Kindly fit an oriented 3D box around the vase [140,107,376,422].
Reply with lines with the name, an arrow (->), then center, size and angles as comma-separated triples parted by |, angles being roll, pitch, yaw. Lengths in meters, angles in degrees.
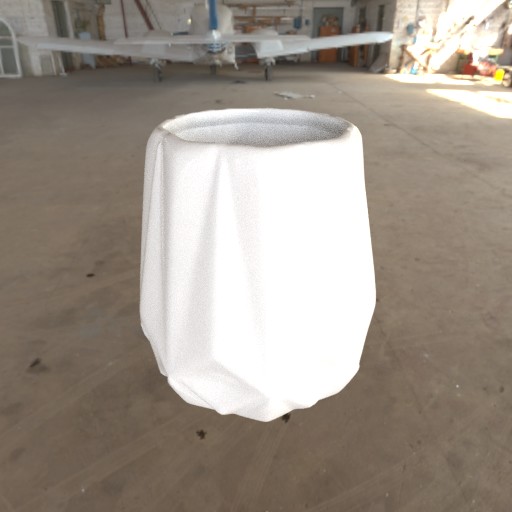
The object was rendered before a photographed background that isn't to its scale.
vase -> 0.000, 0.000, 0.259 | 0.141, 0.152, 0.141 | 0, 28, 0
